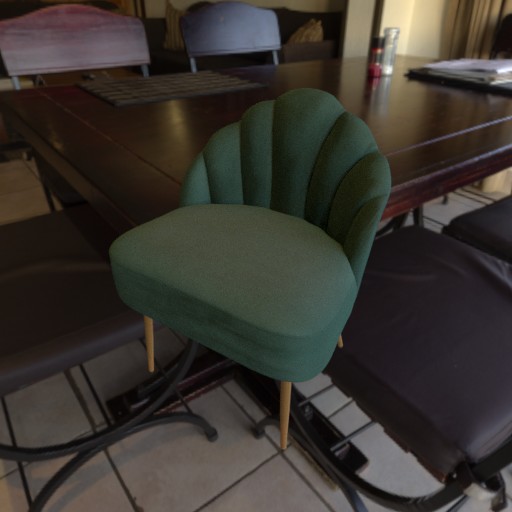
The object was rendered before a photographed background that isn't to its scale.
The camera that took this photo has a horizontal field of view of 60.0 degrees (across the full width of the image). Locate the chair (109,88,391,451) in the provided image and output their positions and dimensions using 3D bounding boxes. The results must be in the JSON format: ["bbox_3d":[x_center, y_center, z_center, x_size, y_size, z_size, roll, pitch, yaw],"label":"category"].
[{"bbox_3d":[0.000,0.000,1.268,0.657,0.819,0.599,20,37,28],"label":"chair"}]
